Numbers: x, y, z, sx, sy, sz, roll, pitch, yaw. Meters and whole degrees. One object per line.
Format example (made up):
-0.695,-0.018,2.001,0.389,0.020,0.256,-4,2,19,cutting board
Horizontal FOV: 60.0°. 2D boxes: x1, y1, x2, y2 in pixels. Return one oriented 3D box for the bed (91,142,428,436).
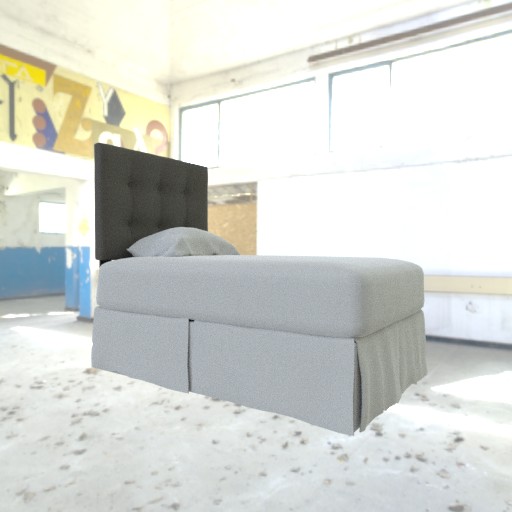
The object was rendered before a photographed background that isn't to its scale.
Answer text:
0.000,0.000,3.000,1.997,1.571,1.261,1,1,35,bed
